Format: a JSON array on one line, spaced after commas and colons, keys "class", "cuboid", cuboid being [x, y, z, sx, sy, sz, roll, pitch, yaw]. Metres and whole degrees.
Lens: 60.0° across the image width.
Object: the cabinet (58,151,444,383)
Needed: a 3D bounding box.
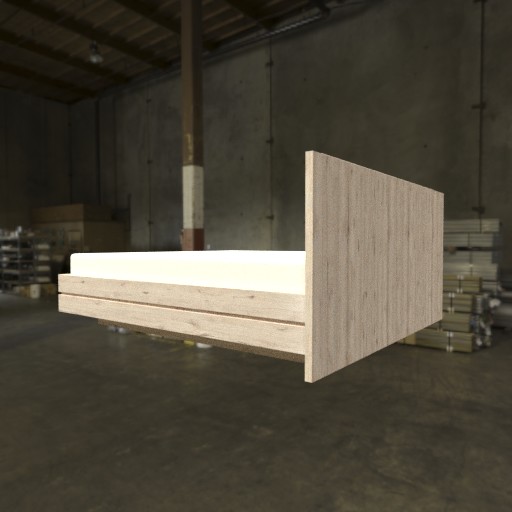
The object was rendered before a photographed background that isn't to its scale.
[{"class": "cabinet", "cuboid": [0.000, 0.000, 3.223, 2.080, 0.970, 1.950, 1, 2, 37]}]
